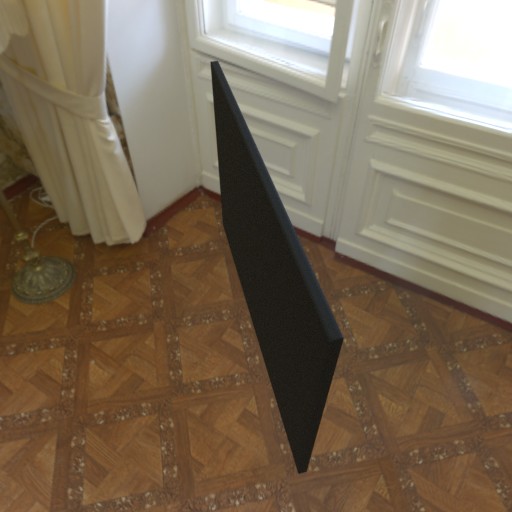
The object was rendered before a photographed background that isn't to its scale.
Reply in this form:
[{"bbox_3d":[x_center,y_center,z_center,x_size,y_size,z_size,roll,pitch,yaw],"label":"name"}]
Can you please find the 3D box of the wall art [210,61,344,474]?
[{"bbox_3d":[0.000,0.000,1.225,0.049,0.659,0.964,-10,49,-9],"label":"wall art"}]
